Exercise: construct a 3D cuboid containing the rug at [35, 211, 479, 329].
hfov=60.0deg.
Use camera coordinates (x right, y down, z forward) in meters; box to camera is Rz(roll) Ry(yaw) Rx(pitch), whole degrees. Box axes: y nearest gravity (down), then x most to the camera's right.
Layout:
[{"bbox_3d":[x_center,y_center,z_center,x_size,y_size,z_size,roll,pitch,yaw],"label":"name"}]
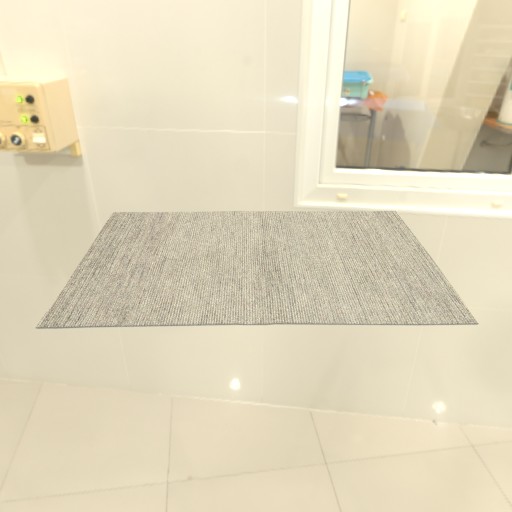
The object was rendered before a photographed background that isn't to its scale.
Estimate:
[{"bbox_3d":[0.000,0.000,2.292,1.804,0.022,1.162,0,29,-1],"label":"rug"}]
